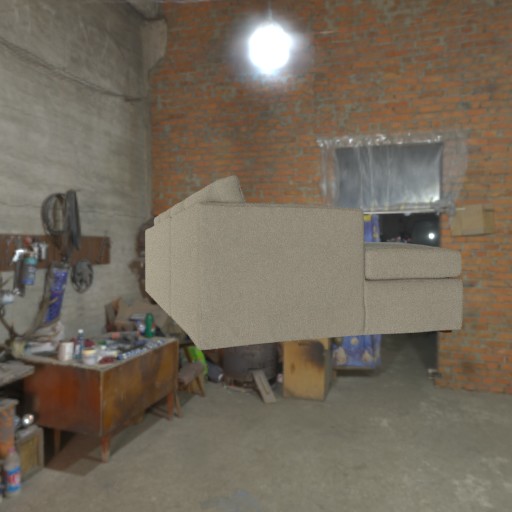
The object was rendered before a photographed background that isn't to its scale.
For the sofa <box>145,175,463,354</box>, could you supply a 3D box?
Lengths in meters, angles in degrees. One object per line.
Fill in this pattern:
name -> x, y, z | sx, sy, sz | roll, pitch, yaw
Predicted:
sofa -> 0.000, 0.000, 3.887 | 1.650, 0.922, 3.205 | 0, 1, -19
